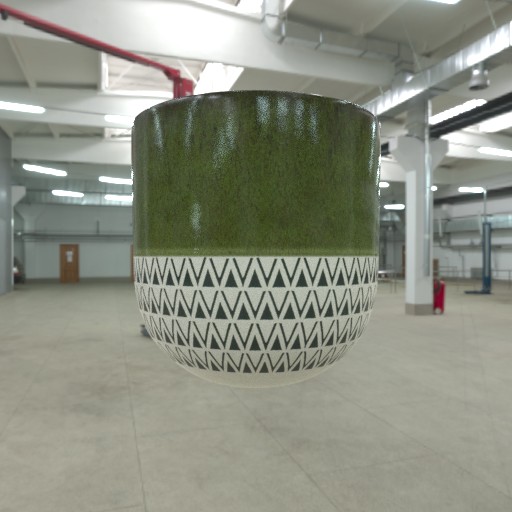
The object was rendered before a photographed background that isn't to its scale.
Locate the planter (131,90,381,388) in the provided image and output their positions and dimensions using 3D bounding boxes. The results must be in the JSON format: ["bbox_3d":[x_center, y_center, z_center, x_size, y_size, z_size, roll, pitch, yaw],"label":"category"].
[{"bbox_3d":[0.000,0.000,0.491,0.266,0.270,0.266,0,0,0],"label":"planter"}]
